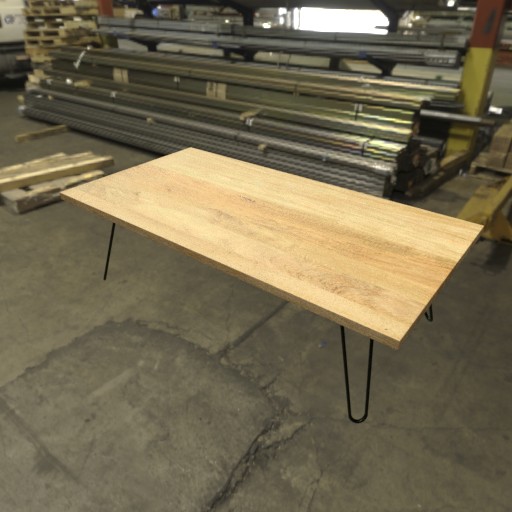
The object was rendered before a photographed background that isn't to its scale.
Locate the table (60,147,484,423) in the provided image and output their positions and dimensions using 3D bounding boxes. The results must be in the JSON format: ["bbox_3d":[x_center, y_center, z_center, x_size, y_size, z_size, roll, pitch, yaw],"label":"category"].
[{"bbox_3d":[0.000,0.000,1.669,1.348,0.400,0.699,22,38,32],"label":"table"}]
